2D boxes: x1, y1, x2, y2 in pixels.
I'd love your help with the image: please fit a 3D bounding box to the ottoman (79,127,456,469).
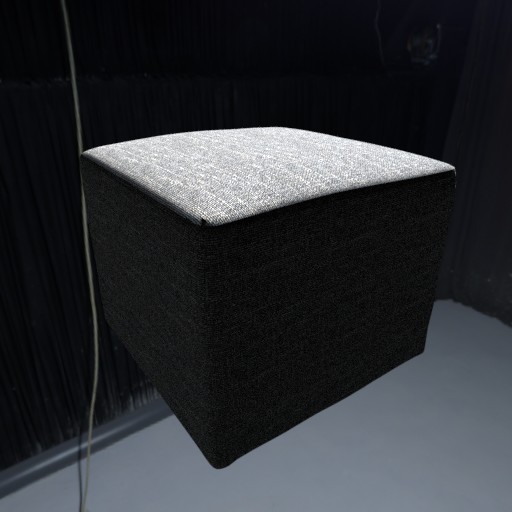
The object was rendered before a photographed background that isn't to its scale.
[{"bbox_3d":[0.000,0.000,0.892,0.512,0.453,0.521,-17,30,-32],"label":"ottoman"}]
